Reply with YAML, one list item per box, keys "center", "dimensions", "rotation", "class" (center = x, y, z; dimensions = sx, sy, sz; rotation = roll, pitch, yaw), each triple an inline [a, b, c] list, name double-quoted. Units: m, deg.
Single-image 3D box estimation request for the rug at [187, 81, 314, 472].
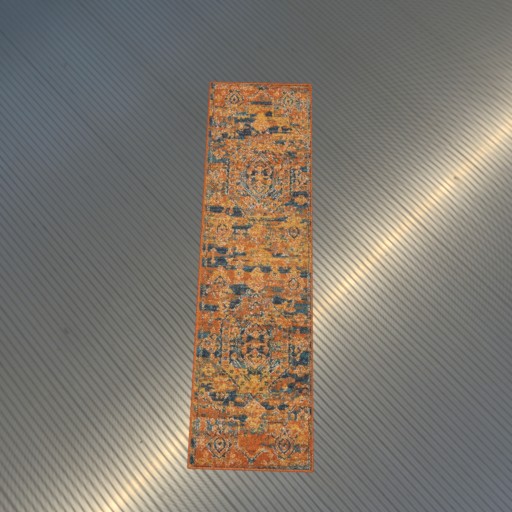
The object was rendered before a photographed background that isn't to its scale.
- center: [0.000, 0.000, 2.548]
  dimensions: [0.651, 0.016, 2.274]
  rotation: [1, 76, 0]
  class: "rug"
